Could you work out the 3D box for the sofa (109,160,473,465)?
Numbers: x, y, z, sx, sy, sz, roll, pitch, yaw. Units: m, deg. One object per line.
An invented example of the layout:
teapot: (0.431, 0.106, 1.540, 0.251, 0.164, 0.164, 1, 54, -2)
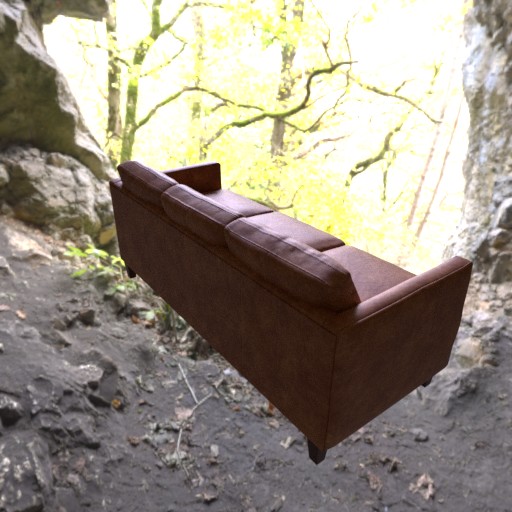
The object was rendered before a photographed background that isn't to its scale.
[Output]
sofa: (0.000, 0.000, 2.971, 1.045, 1.006, 2.464, -19, 32, -32)
